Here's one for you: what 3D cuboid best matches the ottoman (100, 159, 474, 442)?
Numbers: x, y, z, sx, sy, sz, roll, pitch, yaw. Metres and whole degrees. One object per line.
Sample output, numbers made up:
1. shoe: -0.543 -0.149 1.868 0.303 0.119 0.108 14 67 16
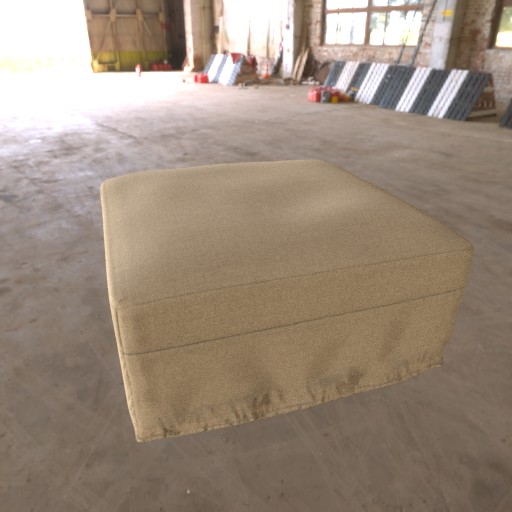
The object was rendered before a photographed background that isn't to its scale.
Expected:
1. ottoman: 0.000 0.000 1.328 0.840 0.436 0.843 -9 28 -17
